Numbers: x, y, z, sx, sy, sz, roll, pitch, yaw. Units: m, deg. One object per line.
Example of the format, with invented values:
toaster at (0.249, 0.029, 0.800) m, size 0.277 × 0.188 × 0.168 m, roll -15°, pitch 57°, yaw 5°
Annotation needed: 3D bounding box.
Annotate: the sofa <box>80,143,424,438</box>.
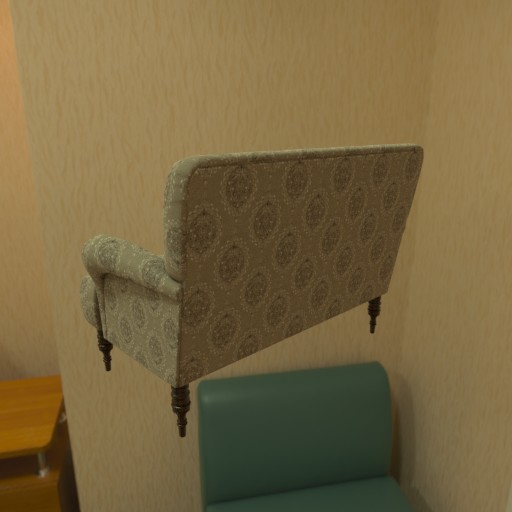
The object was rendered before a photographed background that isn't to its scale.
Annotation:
sofa at (0.000, 0.000, 1.818) m, size 1.297 × 0.889 × 0.779 m, roll -15°, pitch 22°, yaw -41°
